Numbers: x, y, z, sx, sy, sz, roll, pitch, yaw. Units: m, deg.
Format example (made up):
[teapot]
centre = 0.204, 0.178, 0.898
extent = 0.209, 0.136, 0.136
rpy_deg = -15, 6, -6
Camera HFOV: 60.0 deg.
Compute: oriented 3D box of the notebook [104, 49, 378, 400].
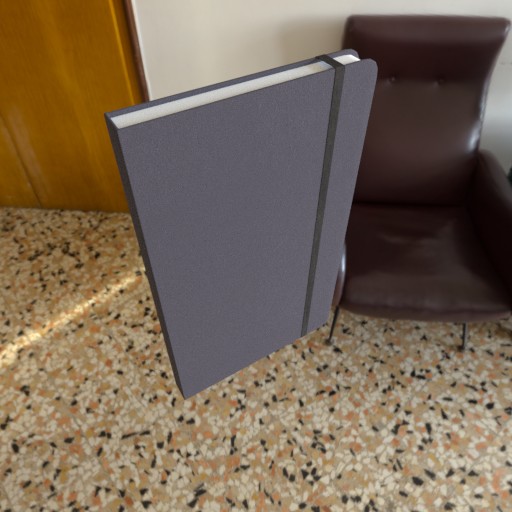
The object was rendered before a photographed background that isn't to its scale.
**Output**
[notebook]
centre = 0.000, 0.000, 0.263
extent = 0.127, 0.213, 0.016
rpy_deg = -24, 51, -21
